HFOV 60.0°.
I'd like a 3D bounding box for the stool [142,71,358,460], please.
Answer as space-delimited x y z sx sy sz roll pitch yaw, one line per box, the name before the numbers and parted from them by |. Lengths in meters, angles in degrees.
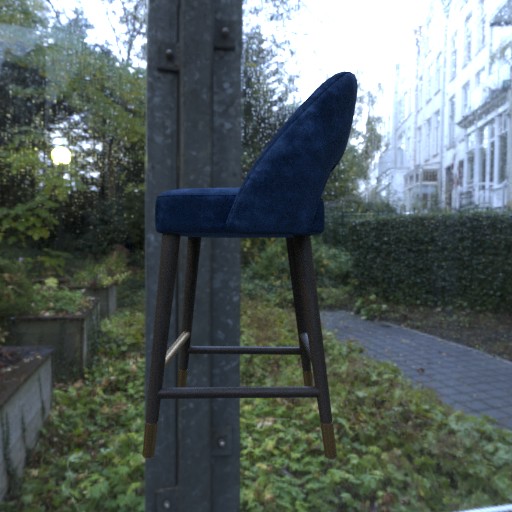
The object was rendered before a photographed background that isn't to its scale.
stool | 0.000 0.000 1.236 0.524 0.925 0.536 0 2 0
